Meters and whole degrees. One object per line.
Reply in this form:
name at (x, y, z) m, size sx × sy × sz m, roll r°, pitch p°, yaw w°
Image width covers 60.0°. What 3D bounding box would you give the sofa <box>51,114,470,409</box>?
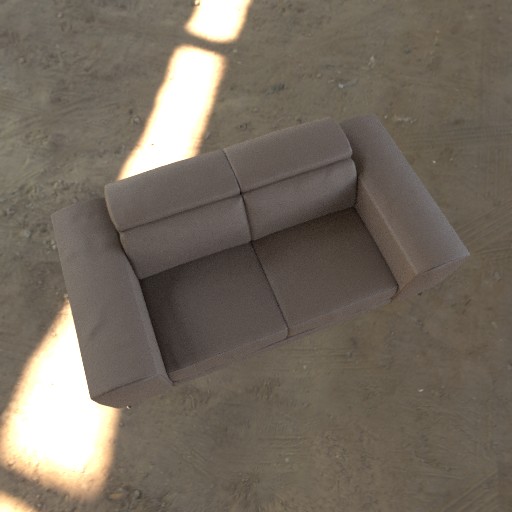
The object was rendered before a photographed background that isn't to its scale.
sofa at (0.000, 0.000, 2.410) m, size 1.895 × 0.779 × 1.003 m, roll -19°, pitch 65°, yaw -9°
